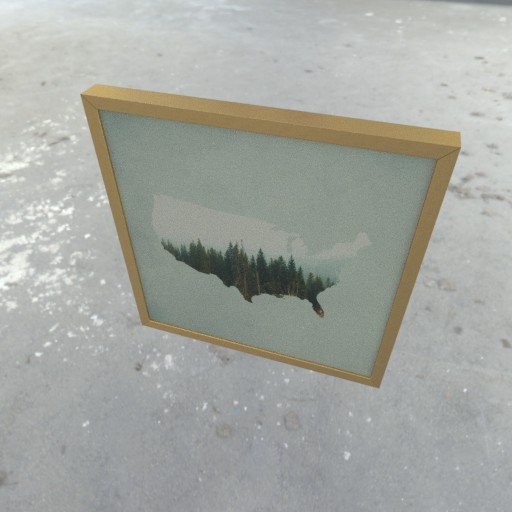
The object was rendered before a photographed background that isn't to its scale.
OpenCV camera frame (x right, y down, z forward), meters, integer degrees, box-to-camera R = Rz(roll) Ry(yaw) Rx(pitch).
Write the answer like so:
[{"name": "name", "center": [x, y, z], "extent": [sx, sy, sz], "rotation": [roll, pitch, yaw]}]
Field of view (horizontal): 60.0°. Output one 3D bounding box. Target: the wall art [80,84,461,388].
[{"name": "wall art", "center": [0.000, 0.000, 0.752], "extent": [0.509, 0.509, 0.040], "rotation": [12, 43, 13]}]
